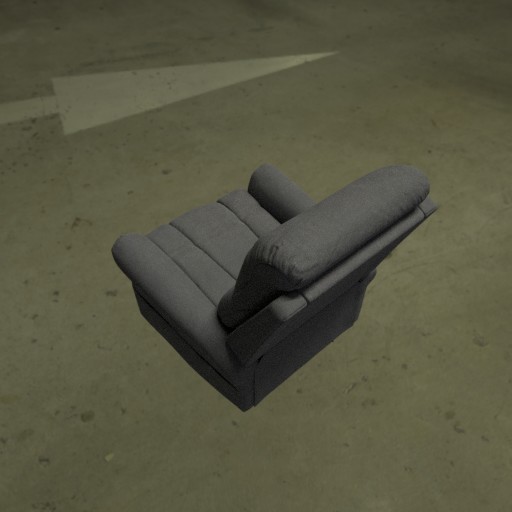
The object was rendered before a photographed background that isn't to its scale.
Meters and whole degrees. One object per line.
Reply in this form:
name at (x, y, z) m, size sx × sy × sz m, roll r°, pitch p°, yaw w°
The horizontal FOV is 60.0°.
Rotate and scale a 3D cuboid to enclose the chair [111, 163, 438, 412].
chair at (0.000, 0.000, 1.755) m, size 0.871 × 1.031 × 0.979 m, roll -32°, pitch 54°, yaw -27°
